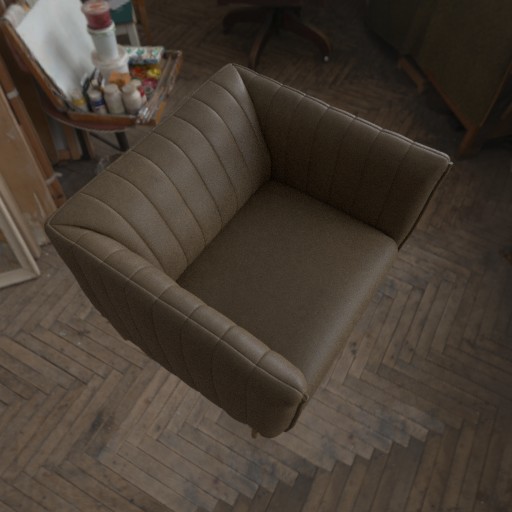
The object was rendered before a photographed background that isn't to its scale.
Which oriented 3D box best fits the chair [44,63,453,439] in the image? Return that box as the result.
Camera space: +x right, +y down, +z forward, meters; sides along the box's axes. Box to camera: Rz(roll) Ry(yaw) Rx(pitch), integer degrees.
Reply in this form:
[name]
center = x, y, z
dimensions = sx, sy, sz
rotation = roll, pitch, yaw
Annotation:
[chair]
center = 0.000, 0.000, 1.619
dimensions = 0.876, 0.779, 0.981
rotation = 30, 63, 17
